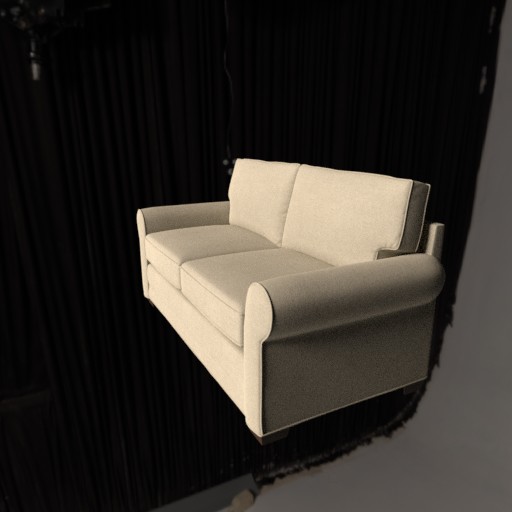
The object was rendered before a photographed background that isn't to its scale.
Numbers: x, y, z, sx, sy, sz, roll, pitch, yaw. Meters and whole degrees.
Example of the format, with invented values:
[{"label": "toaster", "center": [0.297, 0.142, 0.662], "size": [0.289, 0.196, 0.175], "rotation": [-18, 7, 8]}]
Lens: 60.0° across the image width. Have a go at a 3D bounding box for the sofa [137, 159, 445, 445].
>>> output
[{"label": "sofa", "center": [0.000, 0.000, 2.332], "size": [0.861, 0.933, 1.774], "rotation": [-8, 18, -27]}]
